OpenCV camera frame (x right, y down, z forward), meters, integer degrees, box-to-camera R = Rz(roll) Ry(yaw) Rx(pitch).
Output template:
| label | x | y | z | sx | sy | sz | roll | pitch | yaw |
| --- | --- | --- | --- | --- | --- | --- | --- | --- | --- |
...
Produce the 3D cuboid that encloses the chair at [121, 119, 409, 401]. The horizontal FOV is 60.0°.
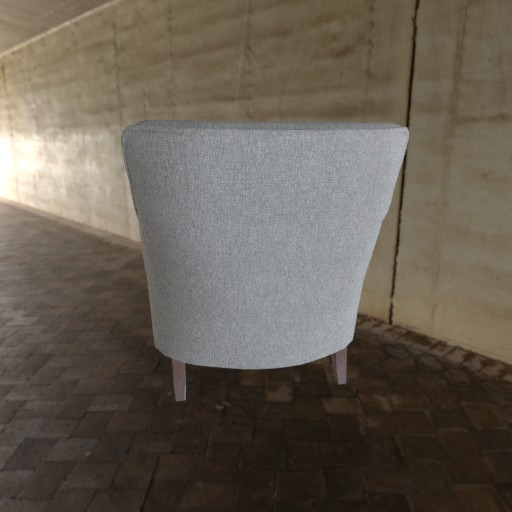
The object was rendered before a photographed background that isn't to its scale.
| label | x | y | z | sx | sy | sz | roll | pitch | yaw |
| --- | --- | --- | --- | --- | --- | --- | --- | --- | --- |
| chair | 0.000 | 0.000 | 1.592 | 0.820 | 0.920 | 0.910 | -3 | 15 | -10 |
